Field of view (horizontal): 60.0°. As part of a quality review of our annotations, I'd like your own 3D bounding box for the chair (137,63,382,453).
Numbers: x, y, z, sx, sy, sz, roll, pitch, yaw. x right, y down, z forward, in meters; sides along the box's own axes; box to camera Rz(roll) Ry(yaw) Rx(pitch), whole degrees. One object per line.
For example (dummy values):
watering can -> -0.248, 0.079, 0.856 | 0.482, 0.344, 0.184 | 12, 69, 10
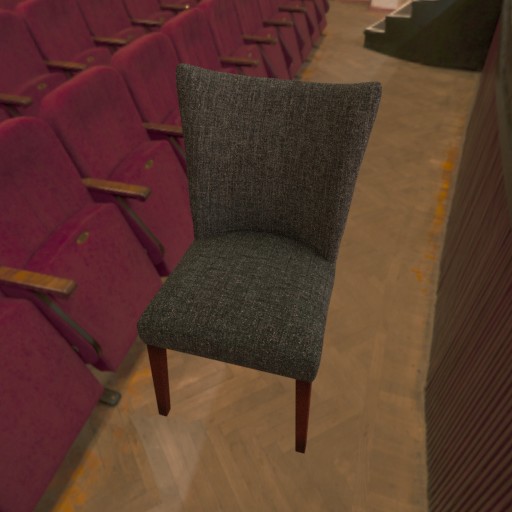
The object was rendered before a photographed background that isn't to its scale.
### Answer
chair -> 0.000, 0.000, 1.283 | 0.535, 0.924, 0.623 | 10, 41, 12
